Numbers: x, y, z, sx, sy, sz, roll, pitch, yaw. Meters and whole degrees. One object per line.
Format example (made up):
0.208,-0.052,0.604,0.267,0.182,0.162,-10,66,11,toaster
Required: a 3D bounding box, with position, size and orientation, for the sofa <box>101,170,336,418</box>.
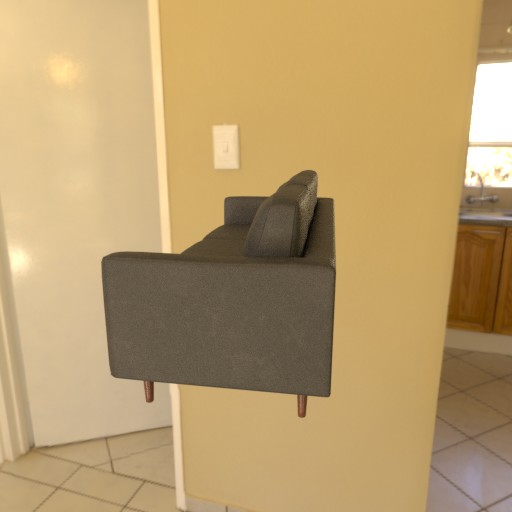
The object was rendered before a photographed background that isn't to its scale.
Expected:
0.000,0.000,2.560,0.879,0.899,2.029,2,14,9,sofa
